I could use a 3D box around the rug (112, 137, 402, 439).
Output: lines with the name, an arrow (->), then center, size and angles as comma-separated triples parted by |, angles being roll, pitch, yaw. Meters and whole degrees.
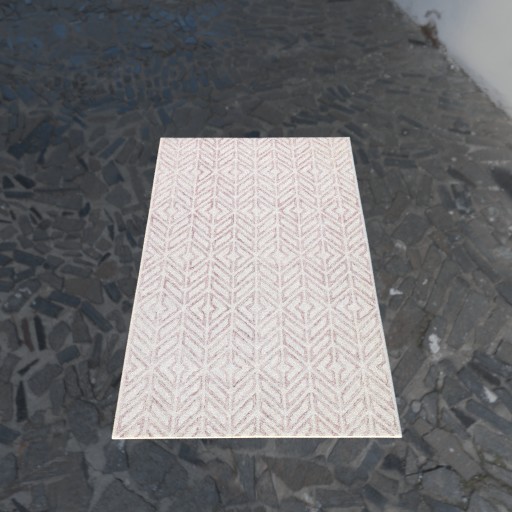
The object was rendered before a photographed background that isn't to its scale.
rug -> 0.000, 0.000, 2.362 | 1.220, 0.007, 1.828 | 0, 57, 0
